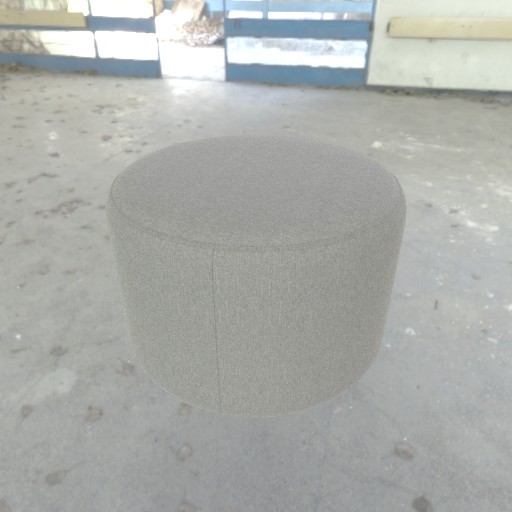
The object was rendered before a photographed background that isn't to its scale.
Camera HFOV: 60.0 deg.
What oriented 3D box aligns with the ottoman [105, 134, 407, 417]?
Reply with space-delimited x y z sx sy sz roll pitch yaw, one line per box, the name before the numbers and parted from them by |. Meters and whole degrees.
ottoman | 0.000 0.000 1.006 0.608 0.433 0.608 0 31 0
